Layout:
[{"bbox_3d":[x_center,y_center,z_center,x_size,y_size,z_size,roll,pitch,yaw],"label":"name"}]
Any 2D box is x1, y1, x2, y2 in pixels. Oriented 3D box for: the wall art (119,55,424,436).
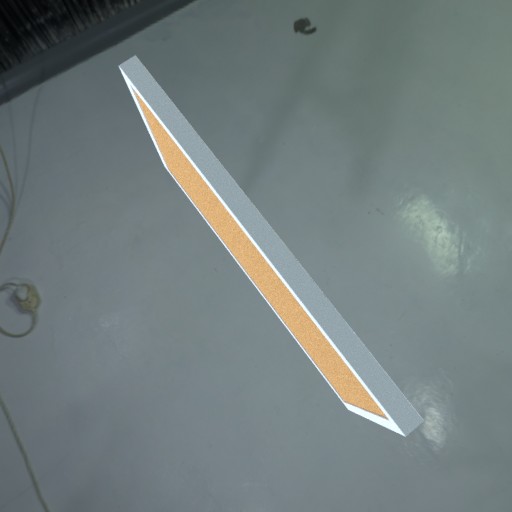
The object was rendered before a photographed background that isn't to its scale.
[{"bbox_3d":[0.000,0.000,0.964,0.038,0.431,0.812,-36,79,-8],"label":"wall art"}]
